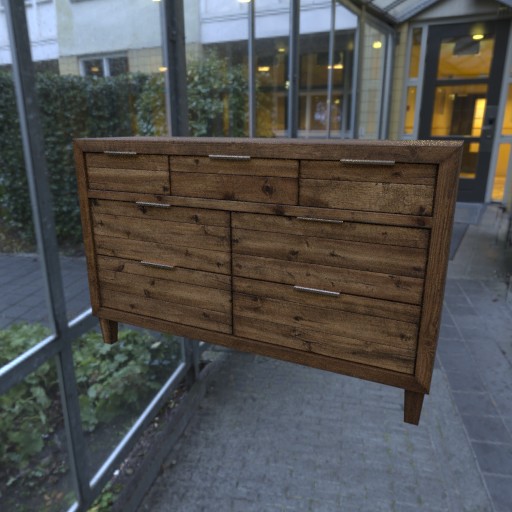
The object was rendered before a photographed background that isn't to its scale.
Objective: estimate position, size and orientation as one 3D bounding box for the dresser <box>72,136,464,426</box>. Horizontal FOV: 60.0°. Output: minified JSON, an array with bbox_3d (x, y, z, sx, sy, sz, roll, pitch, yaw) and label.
[{"bbox_3d":[0.000,0.000,1.756,1.387,0.892,0.438,8,18,24],"label":"dresser"}]
